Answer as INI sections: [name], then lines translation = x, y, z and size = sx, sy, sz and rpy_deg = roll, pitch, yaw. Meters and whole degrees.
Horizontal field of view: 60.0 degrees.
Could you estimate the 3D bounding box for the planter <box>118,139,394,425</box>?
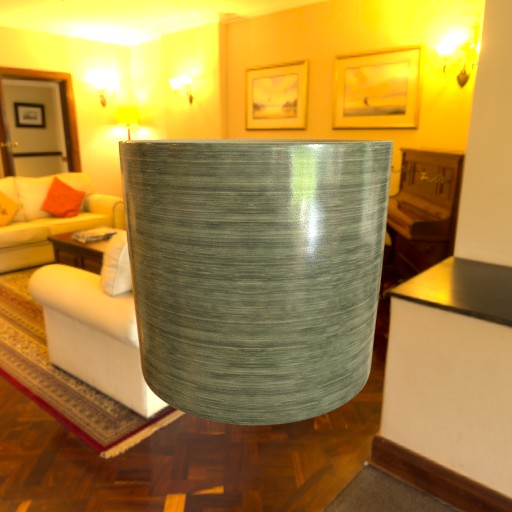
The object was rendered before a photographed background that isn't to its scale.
[planter]
translation = 0.000, 0.000, 0.398
size = 0.221, 0.201, 0.221
rpy_deg = 0, 15, 0
